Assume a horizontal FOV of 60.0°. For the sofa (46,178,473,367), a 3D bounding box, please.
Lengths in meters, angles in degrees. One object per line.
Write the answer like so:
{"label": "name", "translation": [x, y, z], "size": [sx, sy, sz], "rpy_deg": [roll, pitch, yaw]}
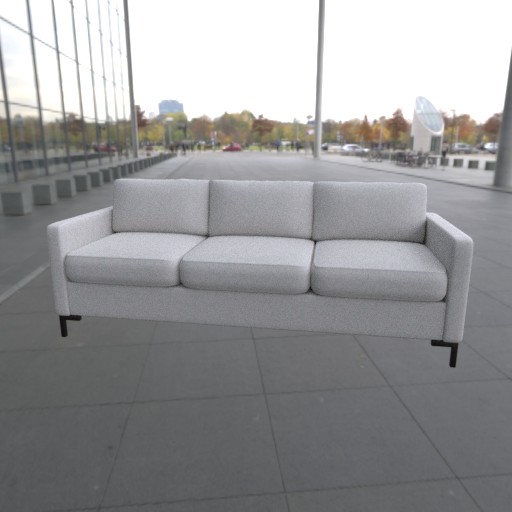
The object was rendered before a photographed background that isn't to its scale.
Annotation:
{"label": "sofa", "translation": [0.000, 0.000, 2.688], "size": [2.218, 0.874, 0.859], "rpy_deg": [2, 14, 9]}
